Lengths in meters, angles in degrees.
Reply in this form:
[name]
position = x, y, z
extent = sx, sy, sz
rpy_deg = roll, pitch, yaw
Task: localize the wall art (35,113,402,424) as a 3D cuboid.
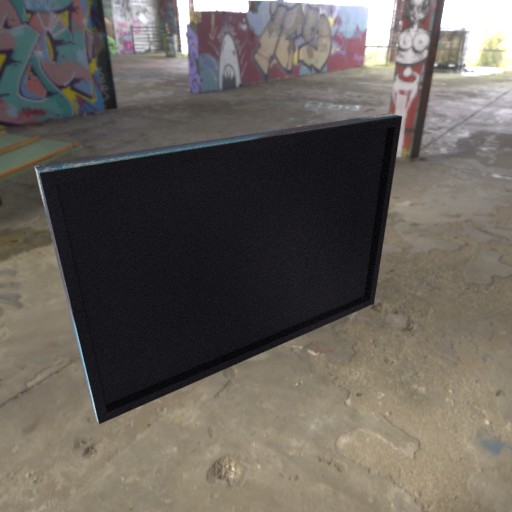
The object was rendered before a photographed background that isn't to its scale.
[wall art]
position = 0.000, 0.000, 0.757
extent = 0.609, 0.406, 0.033
rpy_deg = -17, 33, -29
